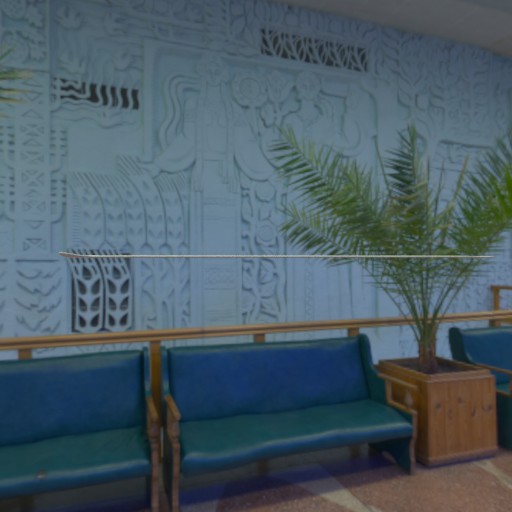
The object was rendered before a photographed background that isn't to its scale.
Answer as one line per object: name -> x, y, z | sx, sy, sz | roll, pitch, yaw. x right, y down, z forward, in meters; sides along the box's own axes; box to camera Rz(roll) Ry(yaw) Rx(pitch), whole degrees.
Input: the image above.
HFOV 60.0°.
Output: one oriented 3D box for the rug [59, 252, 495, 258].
rug -> 0.000, 0.000, 3.834 | 2.897, 0.035, 2.277 | 0, 0, -18
